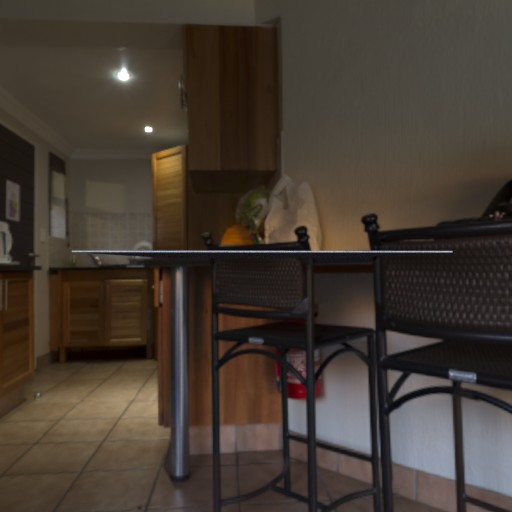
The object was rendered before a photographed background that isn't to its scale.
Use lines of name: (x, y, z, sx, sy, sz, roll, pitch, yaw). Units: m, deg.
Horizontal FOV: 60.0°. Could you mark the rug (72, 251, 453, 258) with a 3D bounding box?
rug: (0.000, 0.000, 2.330, 1.229, 0.005, 1.827, 0, -1, -2)
